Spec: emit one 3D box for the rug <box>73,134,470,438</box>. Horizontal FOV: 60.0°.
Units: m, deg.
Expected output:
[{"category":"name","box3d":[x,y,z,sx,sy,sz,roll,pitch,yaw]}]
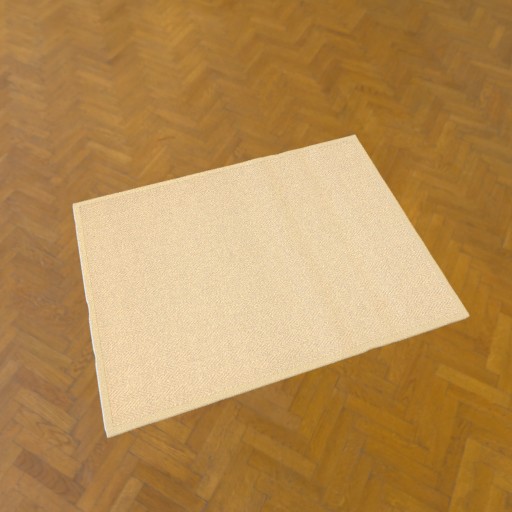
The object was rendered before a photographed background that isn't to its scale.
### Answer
[{"category":"rug","box3d":[0.000,0.000,4.848,3.659,0.037,2.734,-16,60,-10]}]
